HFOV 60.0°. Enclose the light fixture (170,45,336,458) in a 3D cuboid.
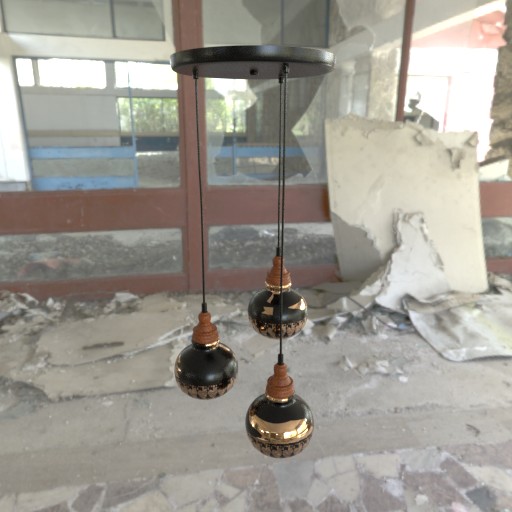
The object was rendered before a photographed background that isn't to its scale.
[{"bbox_3d":[0.000,0.000,1.730,0.608,1.410,0.605,8,19,26],"label":"light fixture"}]
